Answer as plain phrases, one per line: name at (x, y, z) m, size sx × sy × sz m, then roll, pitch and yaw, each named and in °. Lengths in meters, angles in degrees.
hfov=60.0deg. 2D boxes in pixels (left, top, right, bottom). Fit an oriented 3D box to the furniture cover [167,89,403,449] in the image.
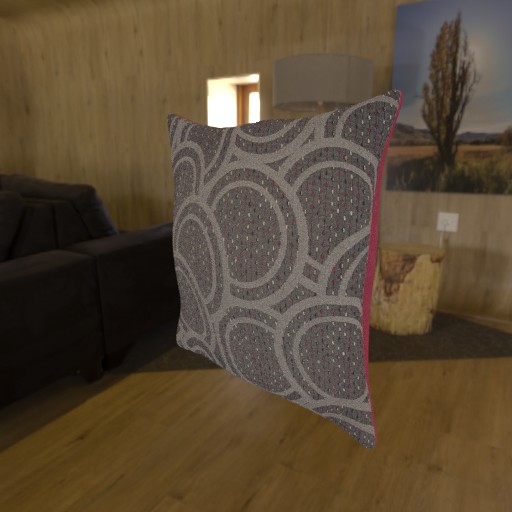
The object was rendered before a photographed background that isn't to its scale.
furniture cover at (0.000, 0.000, 0.786) m, size 0.163 × 0.513 × 0.514 m, roll -13°, pitch 19°, yaw -42°
